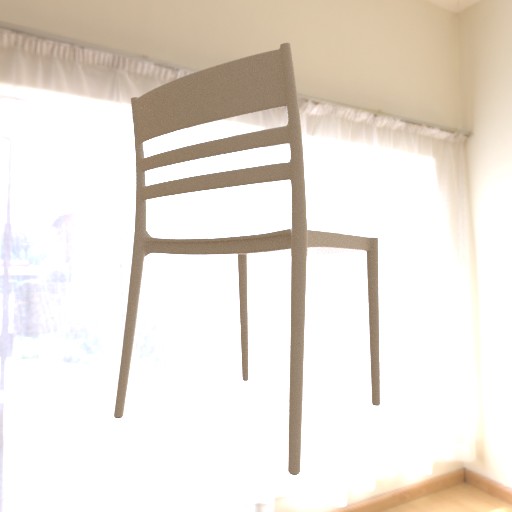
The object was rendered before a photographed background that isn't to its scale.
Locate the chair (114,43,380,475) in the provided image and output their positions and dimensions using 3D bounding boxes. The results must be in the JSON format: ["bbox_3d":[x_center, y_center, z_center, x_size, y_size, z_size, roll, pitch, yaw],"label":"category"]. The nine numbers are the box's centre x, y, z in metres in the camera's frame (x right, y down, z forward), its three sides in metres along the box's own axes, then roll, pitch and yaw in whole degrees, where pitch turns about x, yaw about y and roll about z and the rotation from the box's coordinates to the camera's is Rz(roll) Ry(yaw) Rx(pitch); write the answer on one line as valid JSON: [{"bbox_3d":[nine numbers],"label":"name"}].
[{"bbox_3d":[0.000,0.000,1.143,0.531,0.800,0.511,-1,-2,36],"label":"chair"}]
